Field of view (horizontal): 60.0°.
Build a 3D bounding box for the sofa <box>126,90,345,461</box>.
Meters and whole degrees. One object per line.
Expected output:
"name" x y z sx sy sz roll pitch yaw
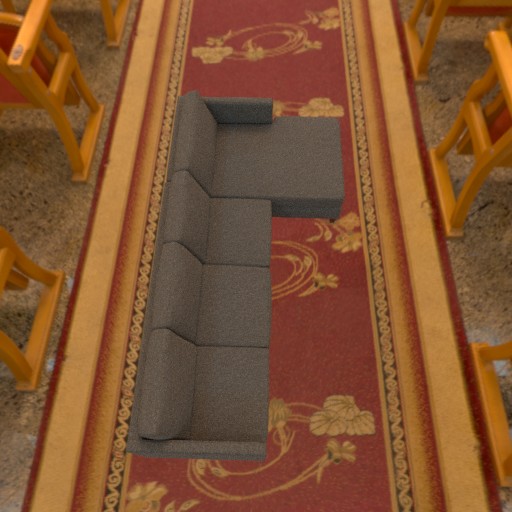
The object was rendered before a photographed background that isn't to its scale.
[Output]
"sofa" 0.000 0.000 3.809 1.625 0.846 3.186 1 64 1
